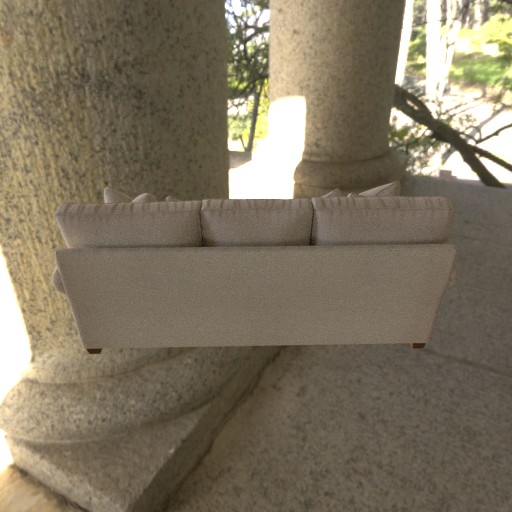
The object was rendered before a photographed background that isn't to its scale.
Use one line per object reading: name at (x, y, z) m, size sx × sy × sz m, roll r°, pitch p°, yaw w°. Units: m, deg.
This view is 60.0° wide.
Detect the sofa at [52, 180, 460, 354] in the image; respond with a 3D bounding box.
sofa at (0.000, 0.000, 2.885) m, size 2.312 × 0.975 × 0.965 m, roll -1°, pitch 28°, yaw -1°
